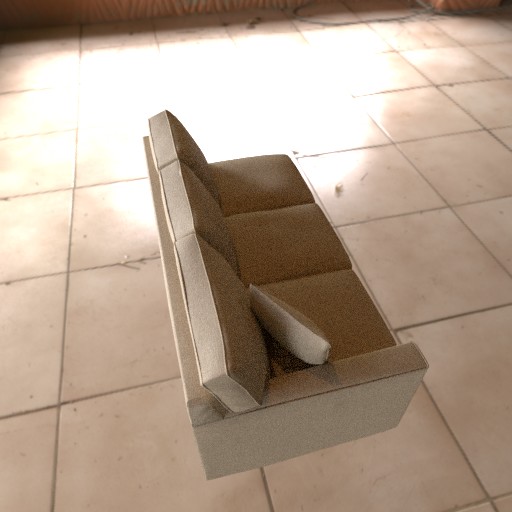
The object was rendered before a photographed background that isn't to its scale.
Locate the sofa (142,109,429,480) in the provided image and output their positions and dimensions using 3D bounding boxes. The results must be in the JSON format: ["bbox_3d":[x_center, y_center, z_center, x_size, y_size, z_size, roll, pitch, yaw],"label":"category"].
[{"bbox_3d":[0.000,0.000,2.528,1.034,0.946,1.962,-11,46,-10],"label":"sofa"}]
